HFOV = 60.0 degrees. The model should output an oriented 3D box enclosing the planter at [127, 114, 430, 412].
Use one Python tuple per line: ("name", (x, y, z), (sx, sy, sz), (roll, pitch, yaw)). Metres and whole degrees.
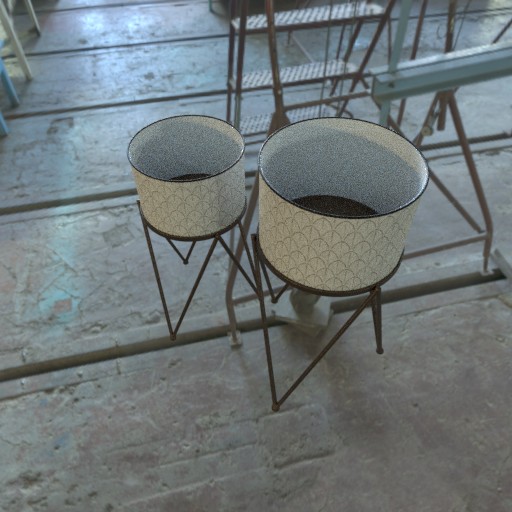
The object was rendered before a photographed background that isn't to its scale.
("planter", (0.000, 0.000, 1.180), (0.769, 0.712, 0.413), (24, 52, 20))
